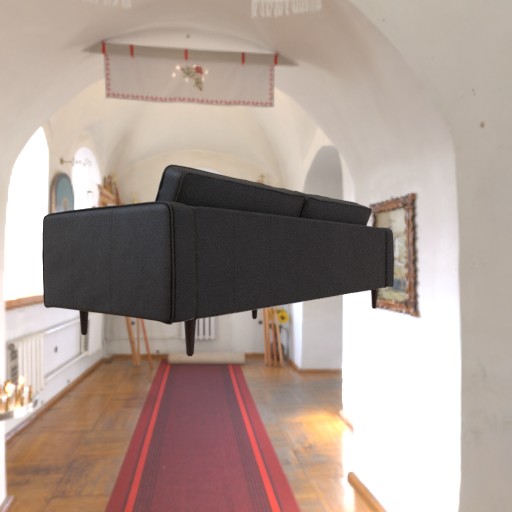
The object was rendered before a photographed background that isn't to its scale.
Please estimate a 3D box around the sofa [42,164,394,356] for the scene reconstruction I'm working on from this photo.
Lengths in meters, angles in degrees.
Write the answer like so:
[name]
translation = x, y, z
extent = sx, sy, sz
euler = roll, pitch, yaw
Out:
[sofa]
translation = 0.000, 0.000, 2.670
extent = 0.914, 0.762, 2.210
euler = 0, 1, 37
